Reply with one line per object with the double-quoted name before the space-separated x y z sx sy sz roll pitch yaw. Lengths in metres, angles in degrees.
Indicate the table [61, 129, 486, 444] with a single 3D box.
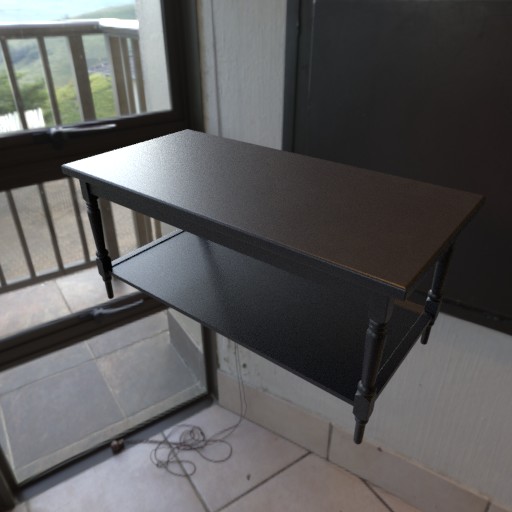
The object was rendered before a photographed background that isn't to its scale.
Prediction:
"table" 0.000 0.000 1.397 1.107 0.510 0.550 21 37 32
